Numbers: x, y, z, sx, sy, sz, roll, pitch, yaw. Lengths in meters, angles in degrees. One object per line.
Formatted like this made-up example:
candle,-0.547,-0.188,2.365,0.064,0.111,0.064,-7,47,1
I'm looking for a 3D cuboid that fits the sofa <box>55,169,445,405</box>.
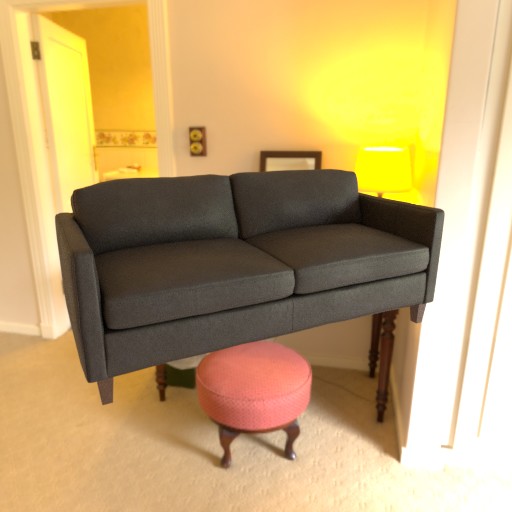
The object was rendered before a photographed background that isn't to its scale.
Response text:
sofa,0.000,0.000,2.471,1.971,0.863,0.933,-8,18,-26
